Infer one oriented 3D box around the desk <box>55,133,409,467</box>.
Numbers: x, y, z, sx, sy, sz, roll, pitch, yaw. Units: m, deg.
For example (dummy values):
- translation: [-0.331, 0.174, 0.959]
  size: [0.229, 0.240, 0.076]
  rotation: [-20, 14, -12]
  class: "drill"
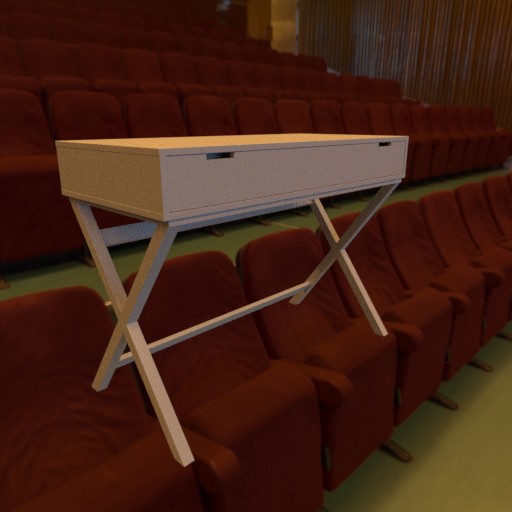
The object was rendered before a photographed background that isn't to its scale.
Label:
- translation: [0.000, 0.000, 1.519]
  size: [0.509, 0.780, 1.059]
  rotation: [16, 23, 42]
  class: "desk"
